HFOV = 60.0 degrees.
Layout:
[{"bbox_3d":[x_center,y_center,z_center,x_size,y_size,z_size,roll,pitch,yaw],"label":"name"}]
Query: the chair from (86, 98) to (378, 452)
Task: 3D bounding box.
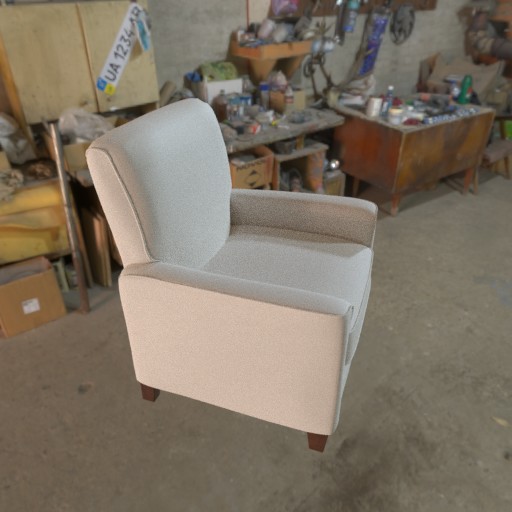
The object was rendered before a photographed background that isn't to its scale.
[{"bbox_3d":[0.000,0.000,1.684,0.858,1.028,0.841,10,32,16],"label":"chair"}]
